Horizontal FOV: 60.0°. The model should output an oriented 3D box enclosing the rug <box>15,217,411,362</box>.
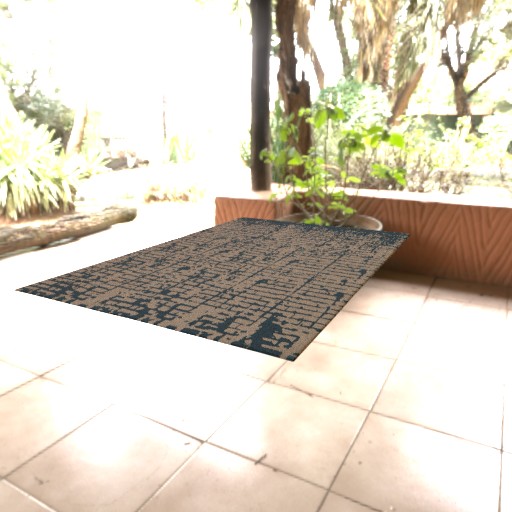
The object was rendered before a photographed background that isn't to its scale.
[{"bbox_3d":[0.000,0.000,2.275,1.220,0.007,1.828,8,17,27],"label":"rug"}]
